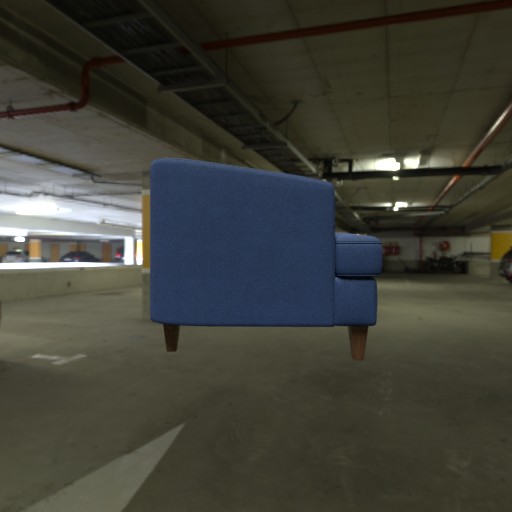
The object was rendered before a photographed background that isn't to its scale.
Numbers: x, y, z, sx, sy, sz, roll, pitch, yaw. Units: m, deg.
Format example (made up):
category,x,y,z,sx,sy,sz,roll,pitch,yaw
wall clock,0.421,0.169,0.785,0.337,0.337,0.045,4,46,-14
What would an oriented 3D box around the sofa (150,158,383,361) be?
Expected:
category,x,y,z,sx,sy,sz,roll,pitch,yaw
sofa,0.000,0.000,2.726,0.914,0.787,2.235,0,0,-1
